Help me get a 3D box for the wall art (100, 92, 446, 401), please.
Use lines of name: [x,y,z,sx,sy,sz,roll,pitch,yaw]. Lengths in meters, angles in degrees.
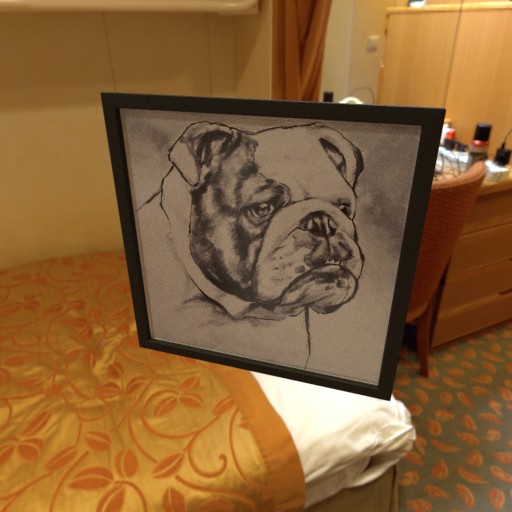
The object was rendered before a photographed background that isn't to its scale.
wall art: [0.000,0.000,0.977,0.663,0.659,0.016,8,29,15]
